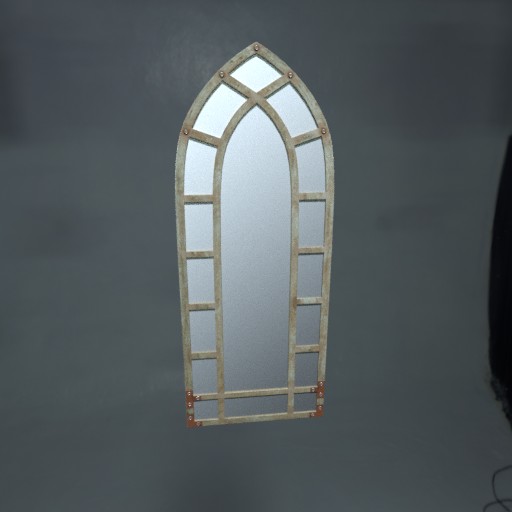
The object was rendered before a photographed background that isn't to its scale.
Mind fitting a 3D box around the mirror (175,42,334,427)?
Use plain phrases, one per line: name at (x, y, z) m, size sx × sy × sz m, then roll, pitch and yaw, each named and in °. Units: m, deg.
mirror at (0.000, 0.000, 1.339) m, size 0.464 × 1.175 × 0.025 m, roll -2°, pitch 18°, yaw -7°
